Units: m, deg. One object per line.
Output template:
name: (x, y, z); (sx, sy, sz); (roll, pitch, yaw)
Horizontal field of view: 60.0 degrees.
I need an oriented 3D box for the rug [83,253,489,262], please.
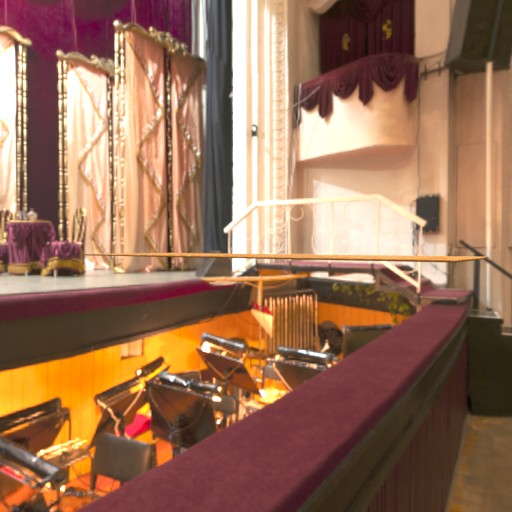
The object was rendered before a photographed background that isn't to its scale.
rug: (0.000, 0.000, 2.696); (2.438, 0.010, 0.775); (1, 1, 36)
